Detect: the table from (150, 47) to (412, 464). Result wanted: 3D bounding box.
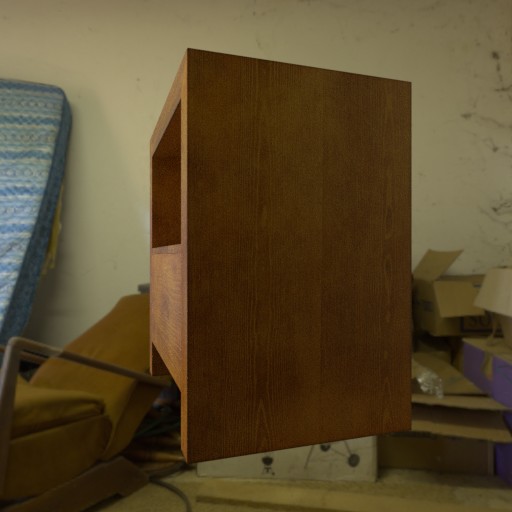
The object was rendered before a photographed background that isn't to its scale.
[{"bbox_3d":[0.000,0.000,0.968,0.400,0.605,0.550,0,0,-19],"label":"table"}]
